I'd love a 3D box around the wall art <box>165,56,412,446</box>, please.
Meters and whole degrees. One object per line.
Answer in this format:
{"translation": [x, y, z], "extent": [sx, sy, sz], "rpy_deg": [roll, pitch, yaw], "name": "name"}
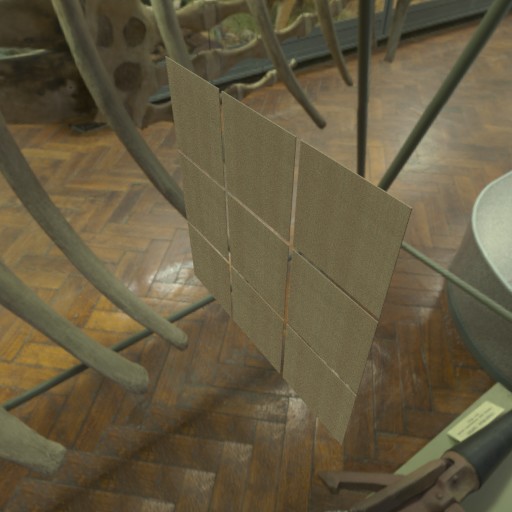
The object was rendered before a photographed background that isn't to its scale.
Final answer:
{"translation": [0.000, 0.000, 2.212], "extent": [0.002, 1.505, 1.517], "rpy_deg": [-26, 49, -25], "name": "wall art"}
